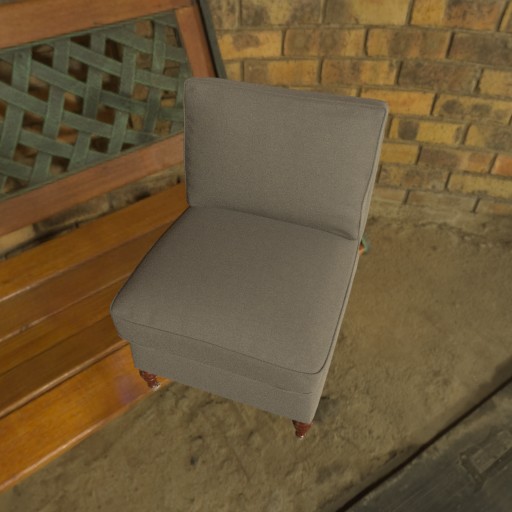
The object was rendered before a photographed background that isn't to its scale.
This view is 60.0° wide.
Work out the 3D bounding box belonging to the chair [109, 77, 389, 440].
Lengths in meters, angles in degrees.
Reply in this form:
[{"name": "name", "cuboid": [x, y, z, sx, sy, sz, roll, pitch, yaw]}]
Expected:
[{"name": "chair", "cuboid": [0.000, 0.000, 1.641, 0.724, 1.045, 0.924, 14, 45, 14]}]
